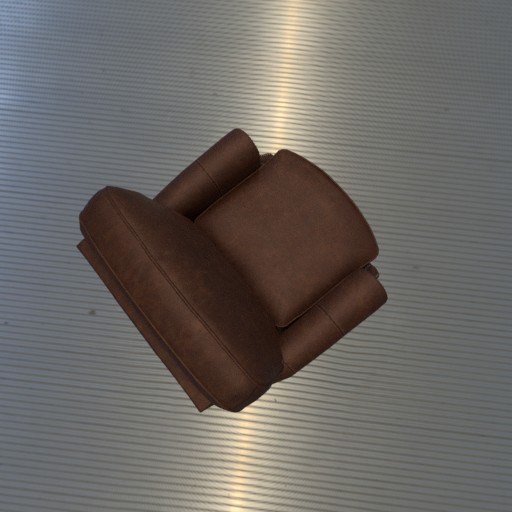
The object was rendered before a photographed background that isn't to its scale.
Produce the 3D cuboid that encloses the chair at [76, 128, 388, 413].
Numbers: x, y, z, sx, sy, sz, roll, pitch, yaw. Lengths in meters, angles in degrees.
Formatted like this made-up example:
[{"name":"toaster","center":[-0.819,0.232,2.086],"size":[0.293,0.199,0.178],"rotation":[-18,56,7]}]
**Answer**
[{"name":"chair","center":[0.000,0.000,1.802],"size":[0.986,1.018,0.936],"rotation":[-38,79,-9]}]
